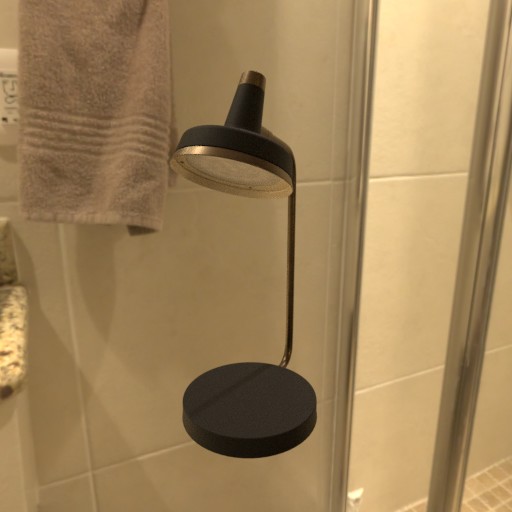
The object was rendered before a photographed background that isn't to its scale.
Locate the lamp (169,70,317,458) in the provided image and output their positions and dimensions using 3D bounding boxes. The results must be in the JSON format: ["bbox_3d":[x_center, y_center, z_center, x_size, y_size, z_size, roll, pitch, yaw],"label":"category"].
[{"bbox_3d":[0.000,0.000,0.501,0.162,0.385,0.218,8,17,26],"label":"lamp"}]
